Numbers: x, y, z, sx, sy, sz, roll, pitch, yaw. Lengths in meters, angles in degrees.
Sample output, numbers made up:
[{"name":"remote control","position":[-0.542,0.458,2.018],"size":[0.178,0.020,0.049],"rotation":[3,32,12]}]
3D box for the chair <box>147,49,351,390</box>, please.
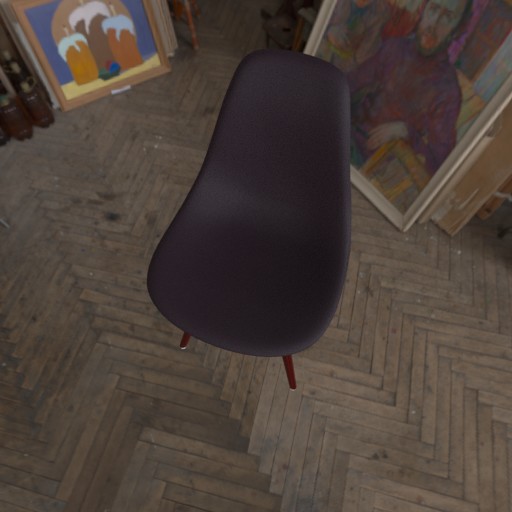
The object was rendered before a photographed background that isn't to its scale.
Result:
[{"name":"chair","position":[0.000,0.000,1.153],"size":[0.470,0.826,0.533],"rotation":[18,61,10]}]
